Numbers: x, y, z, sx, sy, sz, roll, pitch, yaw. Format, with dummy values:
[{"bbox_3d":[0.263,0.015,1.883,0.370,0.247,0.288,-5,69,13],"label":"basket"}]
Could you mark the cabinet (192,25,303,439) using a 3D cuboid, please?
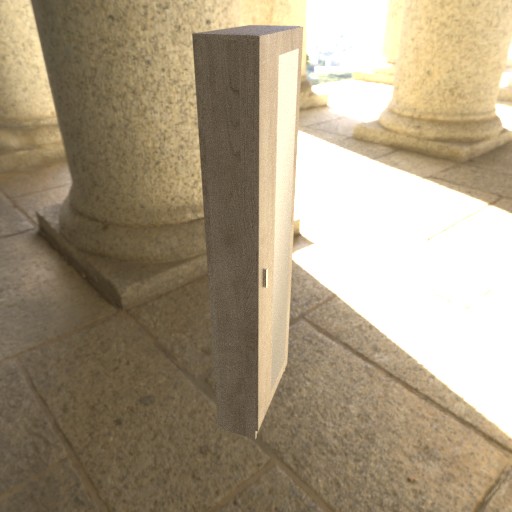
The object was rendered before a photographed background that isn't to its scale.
[{"bbox_3d":[0.000,0.000,1.964,0.230,1.790,0.500,10,32,17],"label":"cabinet"}]
